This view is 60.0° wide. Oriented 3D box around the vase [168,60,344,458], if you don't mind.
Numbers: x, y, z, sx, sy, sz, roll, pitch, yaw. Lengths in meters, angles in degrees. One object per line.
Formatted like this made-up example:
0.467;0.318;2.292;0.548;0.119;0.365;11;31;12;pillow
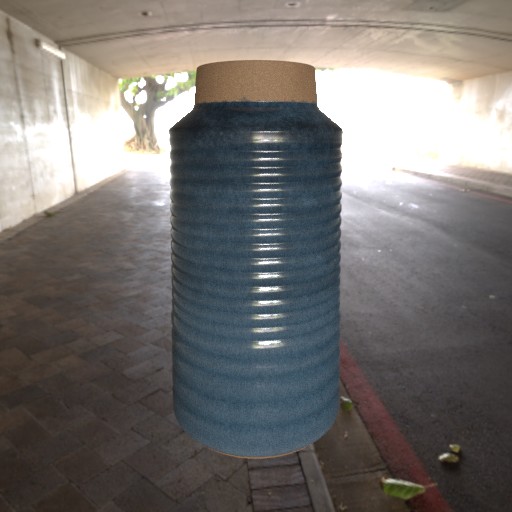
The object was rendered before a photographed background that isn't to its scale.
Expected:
0.000;0.000;0.403;0.163;0.316;0.163;0;16;0;vase
